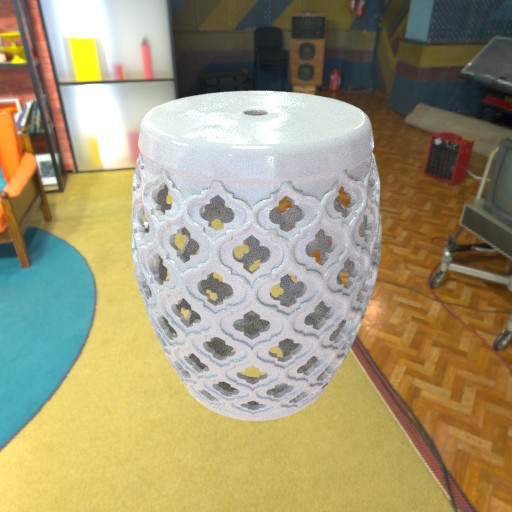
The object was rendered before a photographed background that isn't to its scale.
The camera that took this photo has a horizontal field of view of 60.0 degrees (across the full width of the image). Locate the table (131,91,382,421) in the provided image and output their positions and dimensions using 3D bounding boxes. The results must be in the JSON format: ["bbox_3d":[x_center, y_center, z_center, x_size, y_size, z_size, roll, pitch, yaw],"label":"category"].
[{"bbox_3d":[0.000,0.000,0.611,0.325,0.388,0.325,0,31,0],"label":"table"}]
